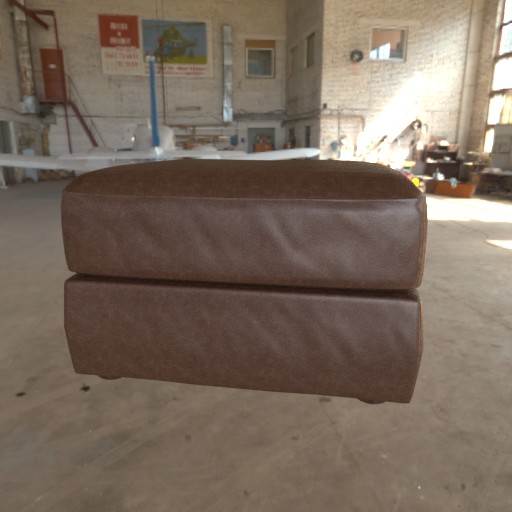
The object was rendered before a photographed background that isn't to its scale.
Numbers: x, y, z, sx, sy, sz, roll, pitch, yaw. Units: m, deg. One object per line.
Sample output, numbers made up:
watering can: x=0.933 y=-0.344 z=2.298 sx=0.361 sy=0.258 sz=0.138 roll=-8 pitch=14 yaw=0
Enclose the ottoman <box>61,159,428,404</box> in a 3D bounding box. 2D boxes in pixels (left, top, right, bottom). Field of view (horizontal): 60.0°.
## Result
ottoman: x=0.000 y=0.000 z=1.134 sx=0.751 sy=0.476 sz=0.603 roll=2 pitch=15 yaw=9
